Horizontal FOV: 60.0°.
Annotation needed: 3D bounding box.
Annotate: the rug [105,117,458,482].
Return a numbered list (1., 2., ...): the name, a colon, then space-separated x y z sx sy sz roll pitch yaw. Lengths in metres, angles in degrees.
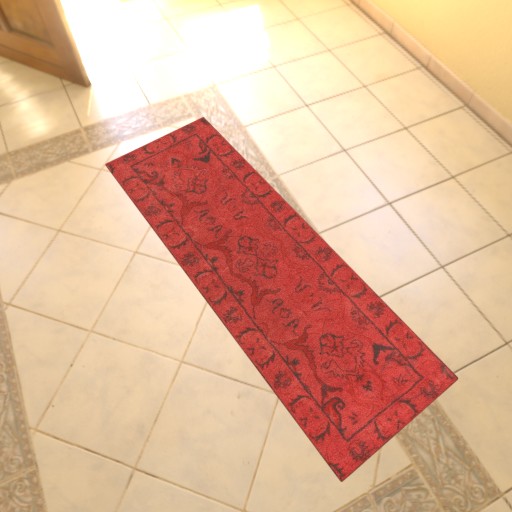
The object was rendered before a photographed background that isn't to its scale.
1. rug: 0.000 0.000 2.678 0.813 0.018 2.439 -32 63 -18
